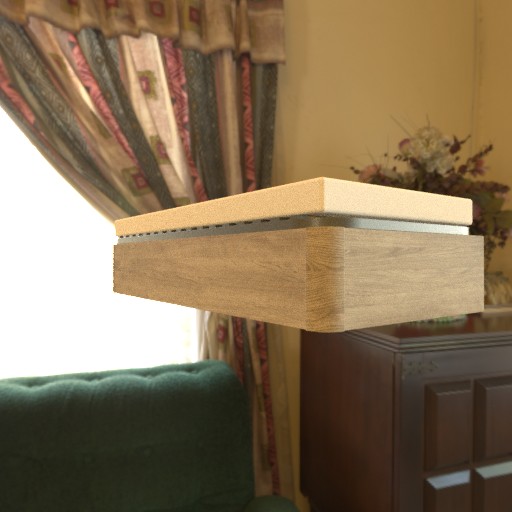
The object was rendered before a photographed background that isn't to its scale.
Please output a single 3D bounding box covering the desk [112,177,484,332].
[{"bbox_3d":[0.000,0.000,2.286,0.900,0.455,1.900,0,0,-36],"label":"desk"}]
